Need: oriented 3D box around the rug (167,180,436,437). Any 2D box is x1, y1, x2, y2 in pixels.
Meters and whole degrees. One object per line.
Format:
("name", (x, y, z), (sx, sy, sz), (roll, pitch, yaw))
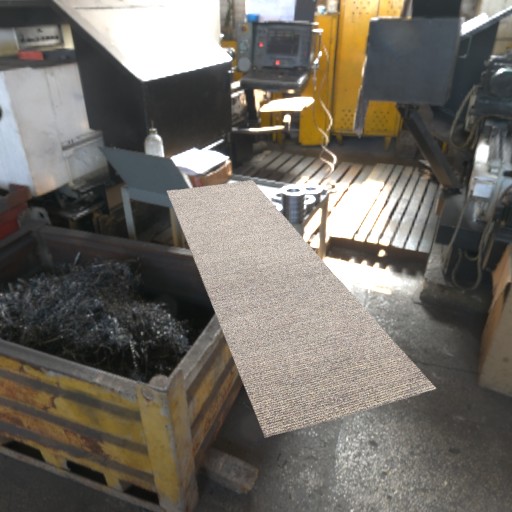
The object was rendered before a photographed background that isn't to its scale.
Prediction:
("rug", (0.000, 0.000, 2.554), (0.697, 0.013, 2.335), (-9, 32, -15))
